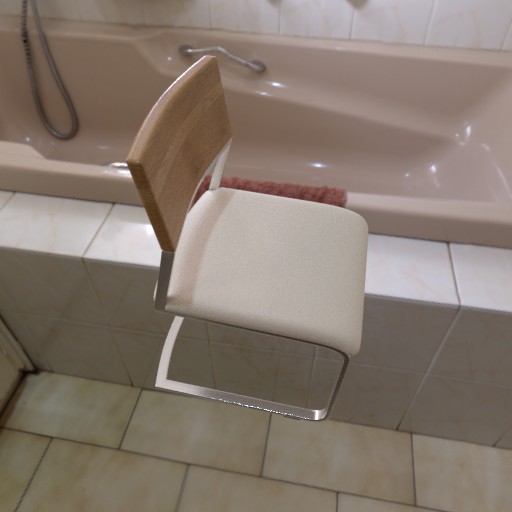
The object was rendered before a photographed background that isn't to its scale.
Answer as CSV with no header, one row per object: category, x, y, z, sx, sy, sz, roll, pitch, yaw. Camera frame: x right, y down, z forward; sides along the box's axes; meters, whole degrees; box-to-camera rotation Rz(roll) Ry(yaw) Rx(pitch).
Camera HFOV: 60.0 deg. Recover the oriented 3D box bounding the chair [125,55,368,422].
chair,0.000,0.000,1.182,0.585,0.844,0.467,9,46,9
